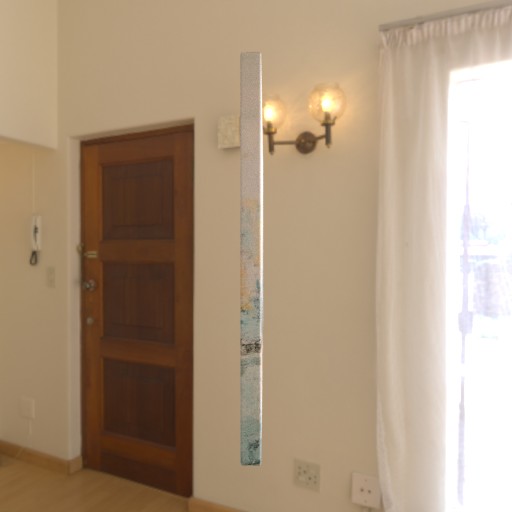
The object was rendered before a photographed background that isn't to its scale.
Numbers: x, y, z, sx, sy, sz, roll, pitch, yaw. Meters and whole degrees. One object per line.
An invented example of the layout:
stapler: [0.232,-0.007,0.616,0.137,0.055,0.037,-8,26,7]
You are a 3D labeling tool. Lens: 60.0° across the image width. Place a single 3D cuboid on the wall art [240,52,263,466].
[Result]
wall art: [0.000,0.000,1.320,0.038,0.762,1.016,0,1,1]
